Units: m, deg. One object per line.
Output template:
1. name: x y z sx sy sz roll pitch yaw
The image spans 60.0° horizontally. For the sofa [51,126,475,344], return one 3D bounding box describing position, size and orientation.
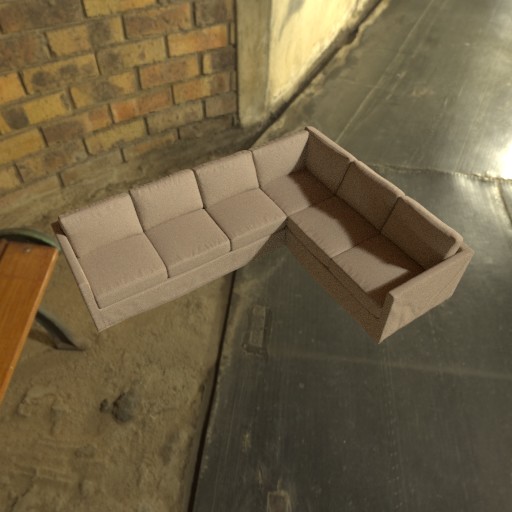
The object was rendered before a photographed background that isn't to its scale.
1. sofa: 0.000 0.000 4.312 3.182 0.871 2.432 -24 52 -21
